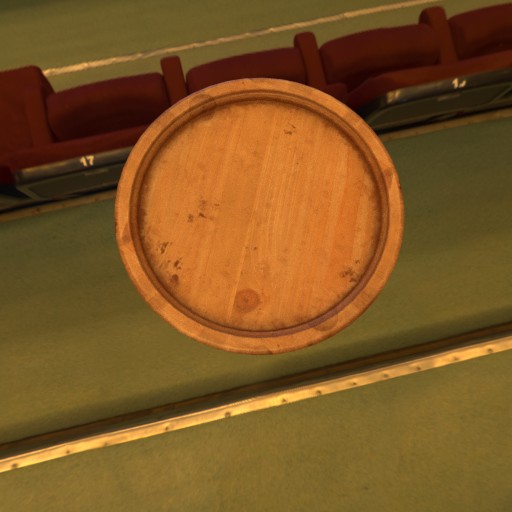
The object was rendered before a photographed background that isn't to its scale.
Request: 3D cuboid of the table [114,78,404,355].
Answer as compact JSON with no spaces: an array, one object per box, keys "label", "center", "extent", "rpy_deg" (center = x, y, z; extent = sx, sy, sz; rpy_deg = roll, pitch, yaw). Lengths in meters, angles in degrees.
[{"label":"table","center":[0.000,0.000,0.945],"extent":[0.418,0.664,0.414],"rpy_deg":[-13,78,-3]}]
